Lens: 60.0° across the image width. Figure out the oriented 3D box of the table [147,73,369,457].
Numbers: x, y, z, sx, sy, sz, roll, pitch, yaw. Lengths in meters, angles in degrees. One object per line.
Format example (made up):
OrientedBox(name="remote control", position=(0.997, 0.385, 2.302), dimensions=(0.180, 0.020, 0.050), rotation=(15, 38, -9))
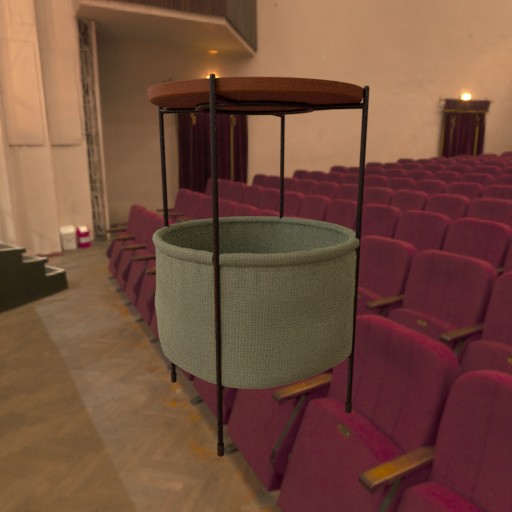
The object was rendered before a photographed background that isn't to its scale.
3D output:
OrientedBox(name="table", position=(0.000, 0.000, 0.884), dimensions=(0.400, 0.623, 0.400), rotation=(-7, 16, -26))
